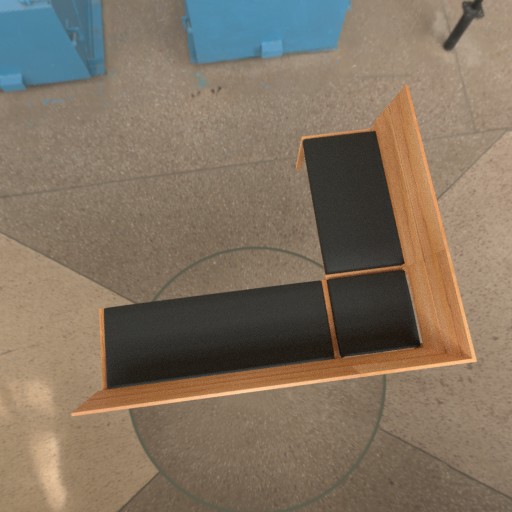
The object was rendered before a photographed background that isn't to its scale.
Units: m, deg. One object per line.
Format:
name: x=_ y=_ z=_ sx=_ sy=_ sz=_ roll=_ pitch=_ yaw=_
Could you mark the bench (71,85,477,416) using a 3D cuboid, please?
bench: x=0.000 y=0.000 z=2.727 sx=1.948 sy=0.890 sz=1.548 roll=-7 pitch=76 yaw=-2
